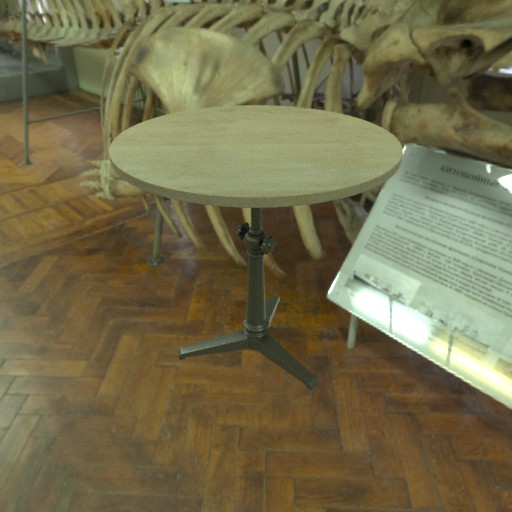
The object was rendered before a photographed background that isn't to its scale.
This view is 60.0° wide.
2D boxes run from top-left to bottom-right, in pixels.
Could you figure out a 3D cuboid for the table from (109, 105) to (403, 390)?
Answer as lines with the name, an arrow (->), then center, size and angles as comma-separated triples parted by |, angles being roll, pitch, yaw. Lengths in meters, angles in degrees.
table -> 0.000, 0.000, 1.458 | 0.800, 0.780, 0.800 | 0, 32, 0
